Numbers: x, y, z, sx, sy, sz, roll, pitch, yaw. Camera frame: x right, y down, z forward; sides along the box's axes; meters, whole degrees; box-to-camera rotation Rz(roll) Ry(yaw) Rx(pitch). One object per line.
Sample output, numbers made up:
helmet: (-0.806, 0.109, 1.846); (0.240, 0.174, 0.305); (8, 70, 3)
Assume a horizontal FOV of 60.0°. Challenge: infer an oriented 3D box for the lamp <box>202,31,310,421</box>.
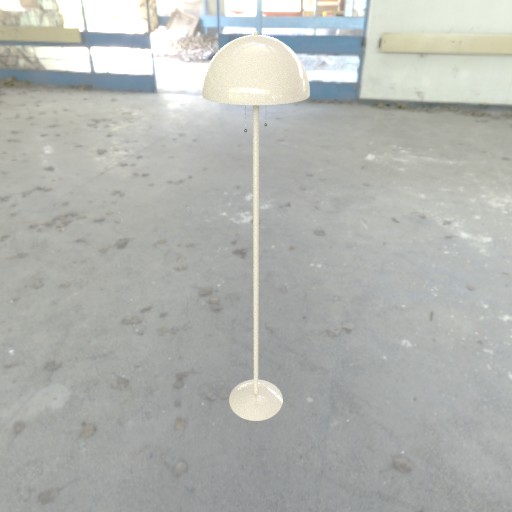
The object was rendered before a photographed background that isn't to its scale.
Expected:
lamp: (0.000, 0.000, 1.636); (0.328, 1.480, 0.328); (8, 30, 14)
